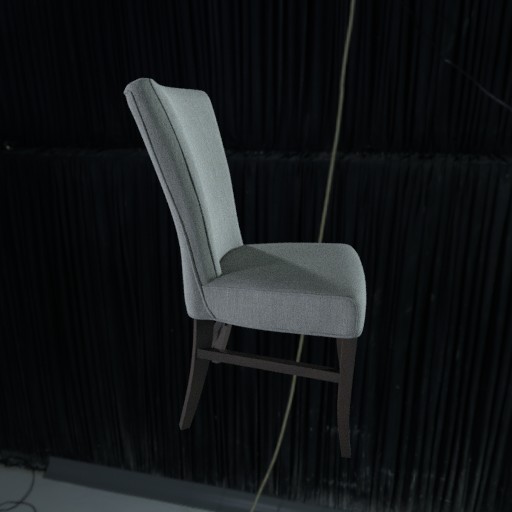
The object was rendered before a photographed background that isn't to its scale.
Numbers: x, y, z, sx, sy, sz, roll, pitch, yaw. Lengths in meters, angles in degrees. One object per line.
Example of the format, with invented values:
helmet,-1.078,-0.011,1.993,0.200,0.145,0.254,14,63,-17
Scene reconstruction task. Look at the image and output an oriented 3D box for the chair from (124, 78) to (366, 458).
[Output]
chair,0.000,0.000,1.365,0.660,0.991,0.520,3,17,9
